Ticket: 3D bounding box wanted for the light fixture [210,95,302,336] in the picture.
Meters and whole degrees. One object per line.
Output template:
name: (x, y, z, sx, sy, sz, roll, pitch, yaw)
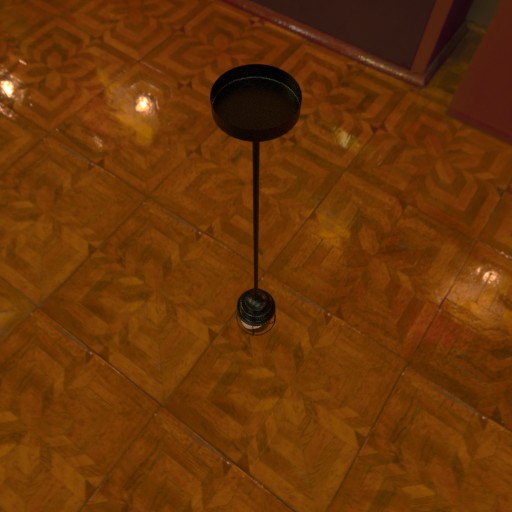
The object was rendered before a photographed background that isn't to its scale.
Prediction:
light fixture: (0.000, 0.000, 0.999, 0.123, 0.920, 0.123, 34, 67, 17)
